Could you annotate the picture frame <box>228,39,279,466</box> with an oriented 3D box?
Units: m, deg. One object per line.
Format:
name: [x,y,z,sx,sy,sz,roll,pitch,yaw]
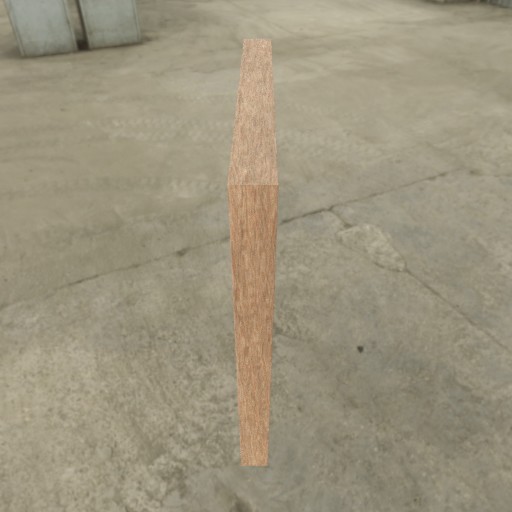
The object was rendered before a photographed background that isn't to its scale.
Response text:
picture frame: [0.000,0.000,0.702,0.043,0.526,0.424,0,41,1]
